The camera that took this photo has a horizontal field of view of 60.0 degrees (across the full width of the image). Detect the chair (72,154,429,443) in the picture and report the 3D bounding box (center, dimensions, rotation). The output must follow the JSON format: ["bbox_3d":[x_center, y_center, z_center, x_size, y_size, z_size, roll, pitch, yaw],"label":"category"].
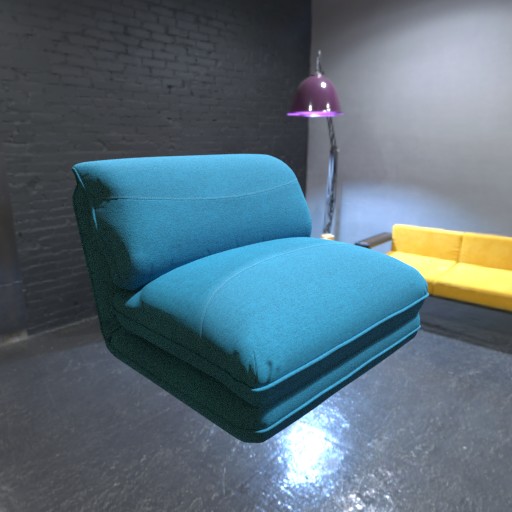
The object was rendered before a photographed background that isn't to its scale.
[{"bbox_3d":[0.000,0.000,1.342,0.780,0.580,0.820,14,20,42],"label":"chair"}]
